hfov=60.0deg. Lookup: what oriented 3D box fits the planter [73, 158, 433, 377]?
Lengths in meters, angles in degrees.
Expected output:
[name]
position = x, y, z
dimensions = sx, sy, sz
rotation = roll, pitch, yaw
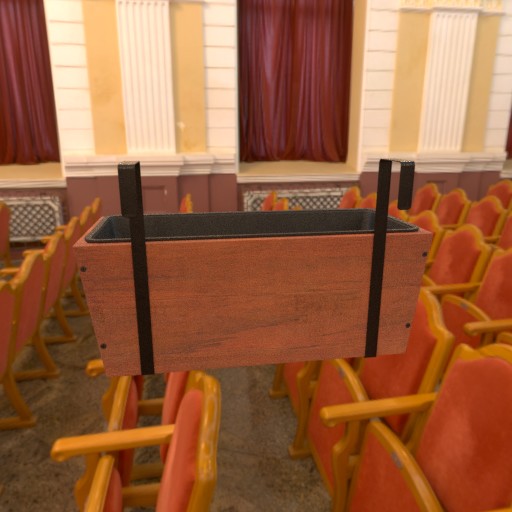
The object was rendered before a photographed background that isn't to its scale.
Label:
[planter]
position = 0.000, 0.000, 0.659
dimensions = 0.480, 0.289, 0.262
rotation = -2, 16, -8
